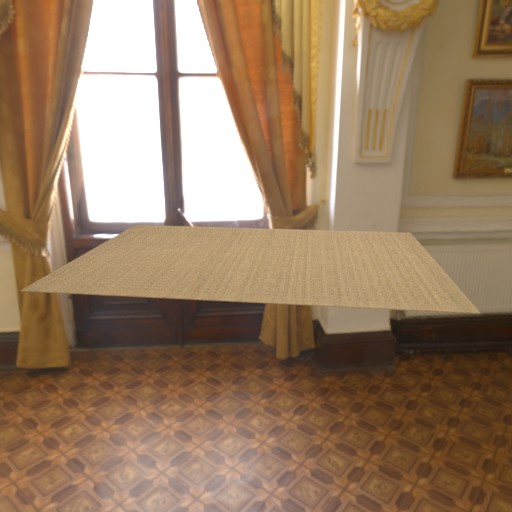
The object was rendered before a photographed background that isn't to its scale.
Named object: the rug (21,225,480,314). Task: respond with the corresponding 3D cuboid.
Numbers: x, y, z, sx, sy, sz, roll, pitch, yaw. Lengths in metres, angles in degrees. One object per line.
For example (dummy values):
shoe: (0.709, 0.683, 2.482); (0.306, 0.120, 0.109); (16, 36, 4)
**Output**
rug: (0.000, 0.000, 3.704); (2.895, 0.006, 1.981); (2, 17, 7)
